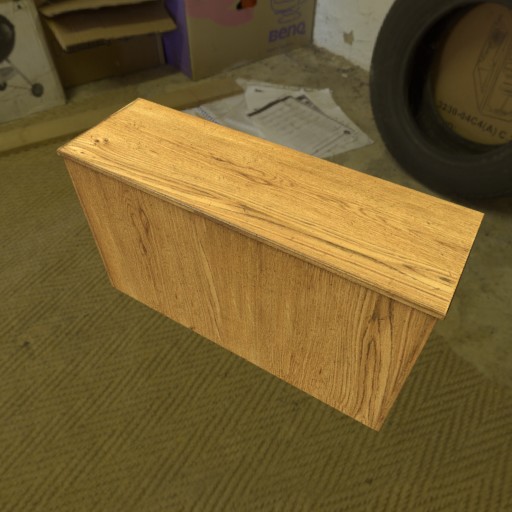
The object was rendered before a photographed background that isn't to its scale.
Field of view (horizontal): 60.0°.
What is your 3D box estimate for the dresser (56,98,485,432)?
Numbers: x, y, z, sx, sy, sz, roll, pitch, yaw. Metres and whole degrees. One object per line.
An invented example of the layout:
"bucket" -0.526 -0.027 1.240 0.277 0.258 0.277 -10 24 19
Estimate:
"dresser" 0.000 0.000 2.105 1.657 0.932 0.563 24 52 21
